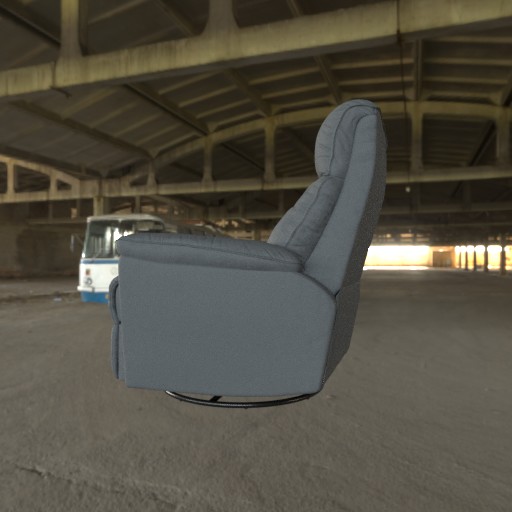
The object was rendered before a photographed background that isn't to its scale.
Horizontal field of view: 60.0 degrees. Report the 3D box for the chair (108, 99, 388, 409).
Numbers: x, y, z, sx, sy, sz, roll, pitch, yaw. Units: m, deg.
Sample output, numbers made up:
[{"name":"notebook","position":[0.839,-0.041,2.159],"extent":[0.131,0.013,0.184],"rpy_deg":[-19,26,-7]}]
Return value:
[{"name":"chair","position":[0.000,0.000,1.796],"extent":[1.004,1.037,0.820],"rpy_deg":[0,0,19]}]
